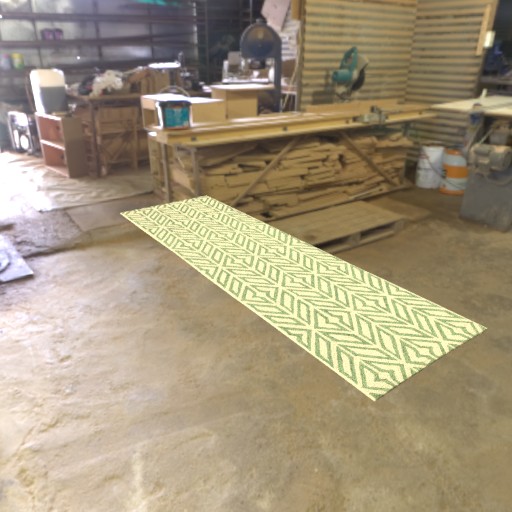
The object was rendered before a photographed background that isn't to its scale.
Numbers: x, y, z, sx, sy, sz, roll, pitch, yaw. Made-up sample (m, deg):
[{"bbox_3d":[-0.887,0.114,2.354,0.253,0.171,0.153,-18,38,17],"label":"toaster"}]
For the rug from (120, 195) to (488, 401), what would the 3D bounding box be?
[{"bbox_3d":[0.000,0.000,2.639,0.750,0.009,2.435,-17,30,-32],"label":"rug"}]
